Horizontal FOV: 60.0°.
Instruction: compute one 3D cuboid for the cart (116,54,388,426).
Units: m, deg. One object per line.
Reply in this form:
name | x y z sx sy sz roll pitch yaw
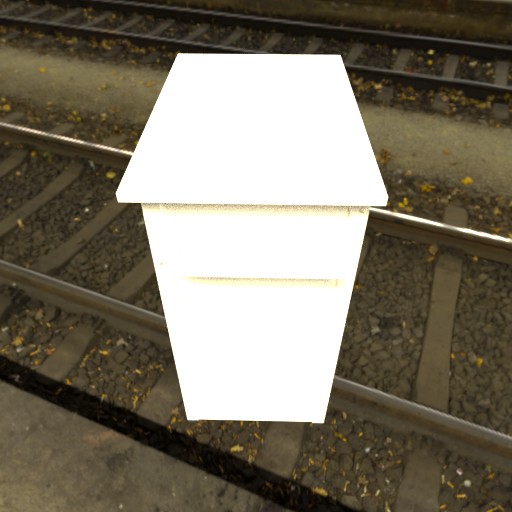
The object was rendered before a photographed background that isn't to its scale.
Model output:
cart | 0.000 0.000 1.249 0.442 0.864 0.683 1 43 1
